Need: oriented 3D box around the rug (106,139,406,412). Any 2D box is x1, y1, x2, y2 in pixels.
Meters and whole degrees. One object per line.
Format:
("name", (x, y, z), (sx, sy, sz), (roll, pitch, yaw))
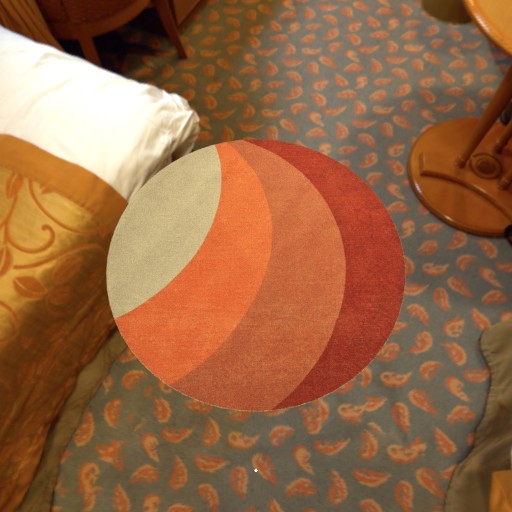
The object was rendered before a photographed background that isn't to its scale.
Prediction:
("rug", (0.000, 0.000, 2.268), (1.514, 0.015, 1.514), (0, 64, 0))
